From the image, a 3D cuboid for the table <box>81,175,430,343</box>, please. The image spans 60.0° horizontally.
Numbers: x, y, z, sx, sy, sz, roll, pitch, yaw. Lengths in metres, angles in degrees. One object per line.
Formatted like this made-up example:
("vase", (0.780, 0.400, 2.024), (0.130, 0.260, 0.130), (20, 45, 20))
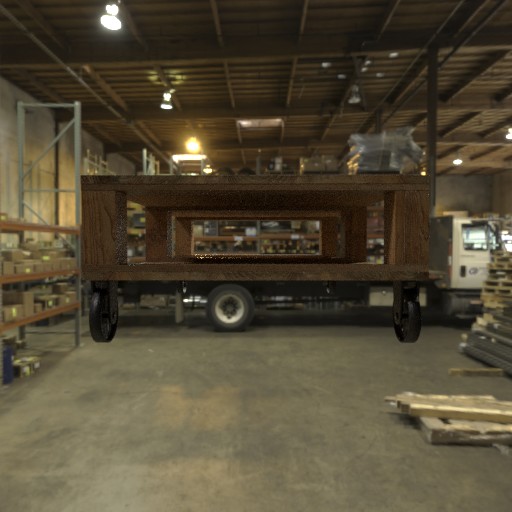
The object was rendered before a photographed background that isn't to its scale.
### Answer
("table", (0.000, 0.000, 1.703), (0.827, 0.413, 1.299), (0, 1, 0))
